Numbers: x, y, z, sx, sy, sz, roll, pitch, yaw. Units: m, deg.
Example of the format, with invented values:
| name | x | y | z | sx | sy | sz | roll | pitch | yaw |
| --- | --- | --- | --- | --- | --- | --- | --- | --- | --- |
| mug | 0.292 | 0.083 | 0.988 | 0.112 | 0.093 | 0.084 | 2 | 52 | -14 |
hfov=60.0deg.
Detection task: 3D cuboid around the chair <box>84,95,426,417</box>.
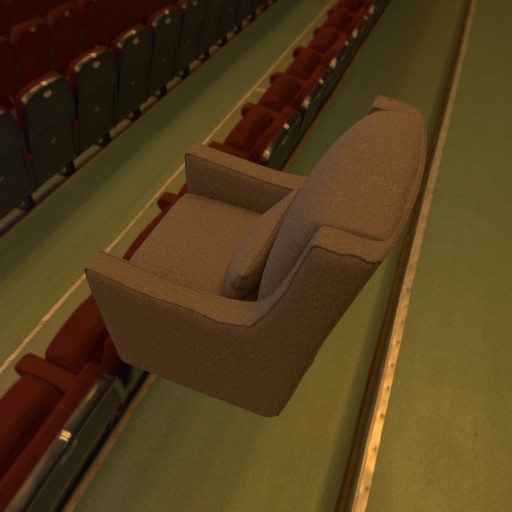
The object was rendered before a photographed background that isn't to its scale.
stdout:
| name | x | y | z | sx | sy | sz | roll | pitch | yaw |
| --- | --- | --- | --- | --- | --- | --- | --- | --- | --- |
| chair | 0.000 | 0.000 | 1.532 | 0.879 | 0.993 | 0.732 | 16 | 49 | 15 |
